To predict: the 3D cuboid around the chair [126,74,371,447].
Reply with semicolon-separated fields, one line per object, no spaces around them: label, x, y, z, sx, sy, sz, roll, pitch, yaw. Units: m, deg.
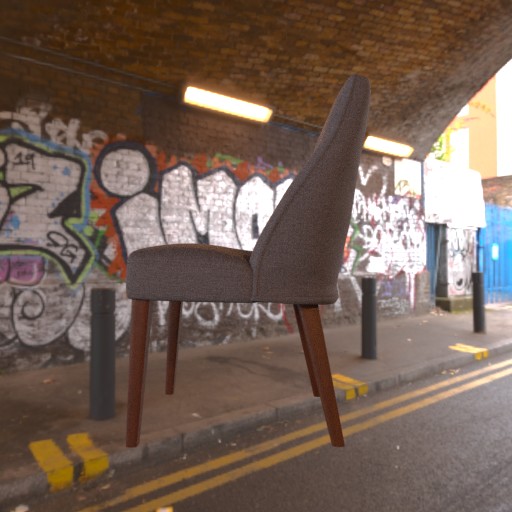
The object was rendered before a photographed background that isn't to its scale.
chair;0.000;0.000;1.290;0.620;0.930;0.500;0;-1;1
